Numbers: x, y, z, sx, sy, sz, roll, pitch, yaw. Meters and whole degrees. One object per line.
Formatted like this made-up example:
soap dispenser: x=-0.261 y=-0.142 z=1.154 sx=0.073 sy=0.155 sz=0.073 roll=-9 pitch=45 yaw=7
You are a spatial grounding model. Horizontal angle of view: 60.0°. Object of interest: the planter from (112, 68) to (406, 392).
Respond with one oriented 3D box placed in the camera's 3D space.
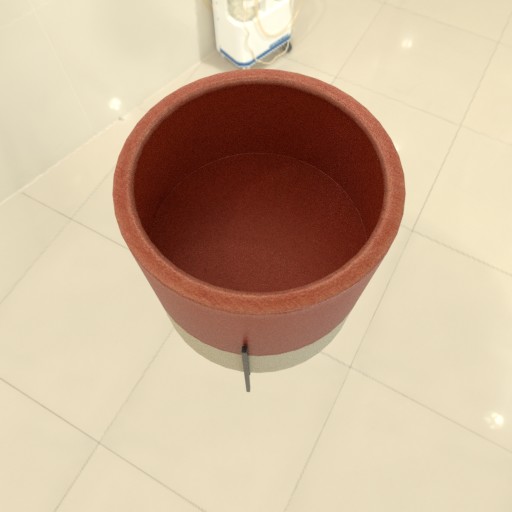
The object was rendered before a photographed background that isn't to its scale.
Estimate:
planter: x=0.000 y=0.000 z=0.728 sx=0.354 sy=0.465 sz=0.345 roll=33 pitch=69 yaw=14
